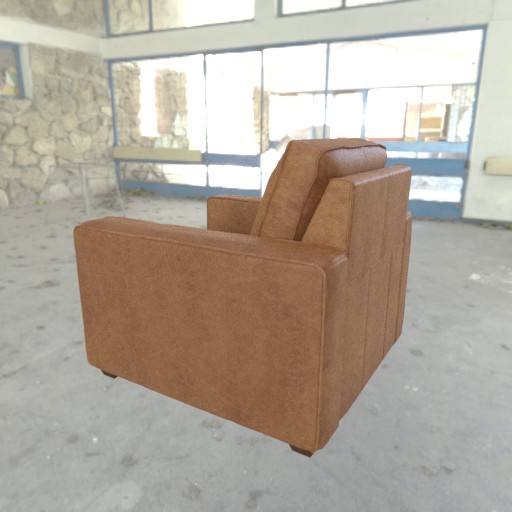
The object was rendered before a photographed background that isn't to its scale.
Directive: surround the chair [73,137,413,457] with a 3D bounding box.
[{"bbox_3d":[0.000,0.000,1.748,1.027,0.901,0.987,8,17,27],"label":"chair"}]
